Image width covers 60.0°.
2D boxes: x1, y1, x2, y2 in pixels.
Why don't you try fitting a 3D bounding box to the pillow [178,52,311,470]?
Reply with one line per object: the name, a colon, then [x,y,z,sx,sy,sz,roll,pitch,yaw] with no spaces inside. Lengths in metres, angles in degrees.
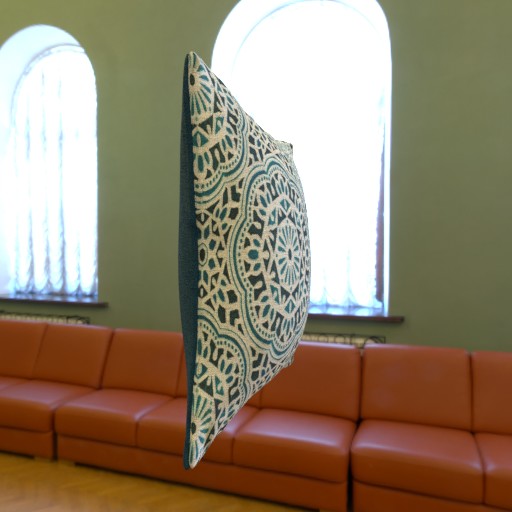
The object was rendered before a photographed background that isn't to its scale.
pillow: [0.000,0.000,0.642,0.145,0.420,0.440,0,1,18]
